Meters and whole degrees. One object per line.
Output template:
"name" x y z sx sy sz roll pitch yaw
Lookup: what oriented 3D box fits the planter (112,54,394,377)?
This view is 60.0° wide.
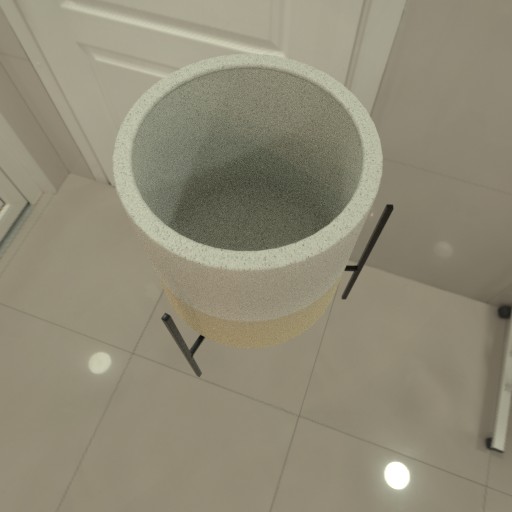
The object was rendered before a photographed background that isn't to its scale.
"planter" 0.000 0.000 0.540 0.263 0.362 0.267 18 66 8
